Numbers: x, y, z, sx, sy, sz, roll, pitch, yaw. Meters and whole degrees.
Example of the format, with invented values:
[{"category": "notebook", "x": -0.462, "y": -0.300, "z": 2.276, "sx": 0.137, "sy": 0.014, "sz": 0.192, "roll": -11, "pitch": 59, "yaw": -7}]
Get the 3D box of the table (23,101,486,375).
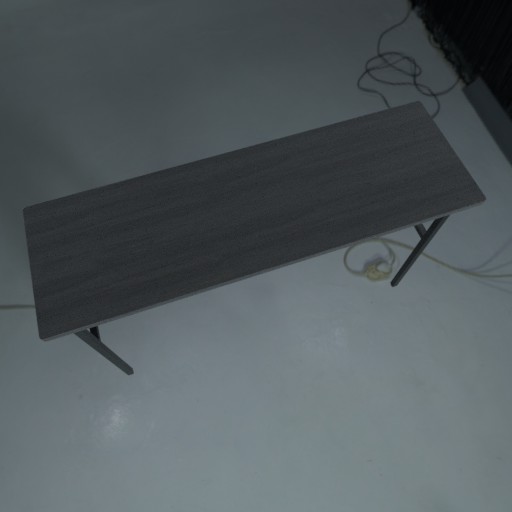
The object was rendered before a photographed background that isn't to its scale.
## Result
[{"category": "table", "x": 0.000, "y": 0.000, "z": 1.735, "sx": 1.399, "sy": 0.750, "sz": 0.449, "roll": -17, "pitch": 65, "yaw": -8}]
